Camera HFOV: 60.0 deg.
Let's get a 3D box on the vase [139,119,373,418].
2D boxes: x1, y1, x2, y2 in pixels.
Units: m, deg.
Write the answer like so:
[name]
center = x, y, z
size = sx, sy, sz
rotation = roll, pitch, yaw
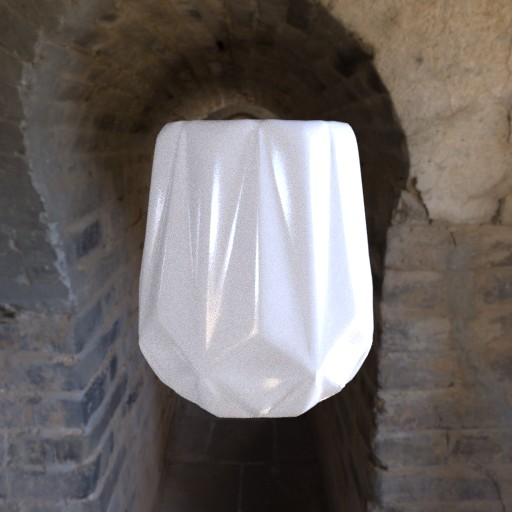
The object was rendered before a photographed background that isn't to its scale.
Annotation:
[vase]
center = 0.000, 0.000, 0.264
size = 0.141, 0.152, 0.141
rotation = 0, 15, 0
